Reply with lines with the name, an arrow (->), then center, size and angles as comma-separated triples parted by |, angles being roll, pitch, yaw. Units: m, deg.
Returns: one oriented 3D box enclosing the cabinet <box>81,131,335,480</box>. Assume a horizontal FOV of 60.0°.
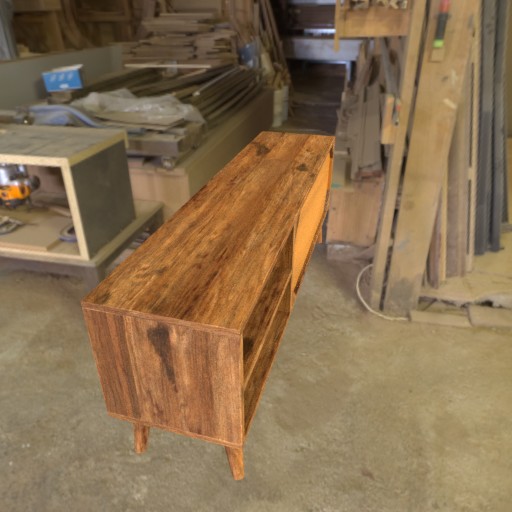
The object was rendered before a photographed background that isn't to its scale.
cabinet -> 0.000, 0.000, 1.618 | 0.349, 0.528, 1.448 | 8, 31, 14
